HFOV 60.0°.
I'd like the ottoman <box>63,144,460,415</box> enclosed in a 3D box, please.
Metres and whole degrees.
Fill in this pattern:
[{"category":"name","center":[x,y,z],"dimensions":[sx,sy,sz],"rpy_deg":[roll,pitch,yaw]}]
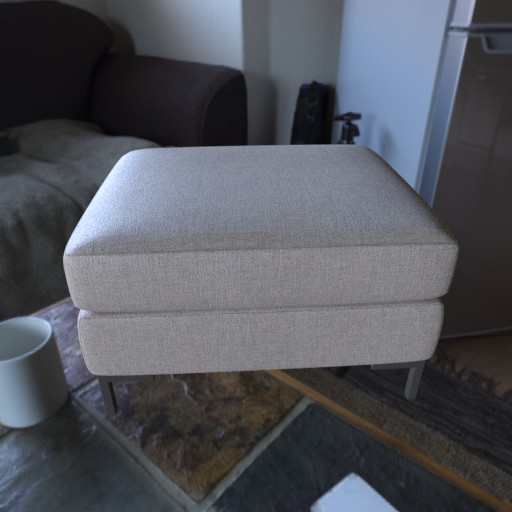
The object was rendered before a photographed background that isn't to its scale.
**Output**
[{"category":"ottoman","center":[0.000,0.000,1.232],"dimensions":[0.820,0.490,0.671],"rpy_deg":[-2,31,-3]}]
